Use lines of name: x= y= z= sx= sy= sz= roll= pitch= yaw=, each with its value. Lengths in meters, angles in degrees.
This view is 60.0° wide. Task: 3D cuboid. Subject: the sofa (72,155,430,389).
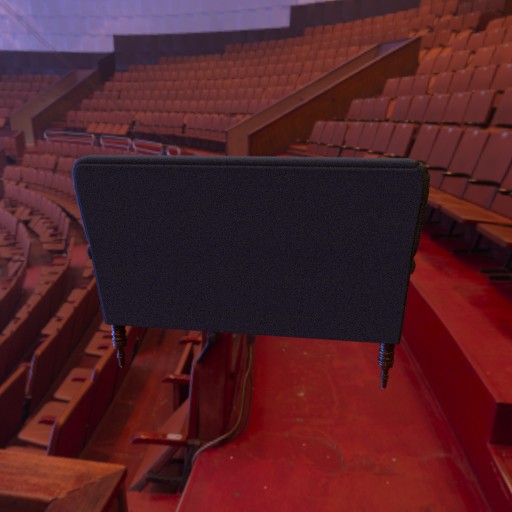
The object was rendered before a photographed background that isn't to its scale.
sofa: x=0.000 y=0.000 z=1.908 sx=1.297 sy=0.889 sz=0.779 roll=2 pitch=17 yaw=8
